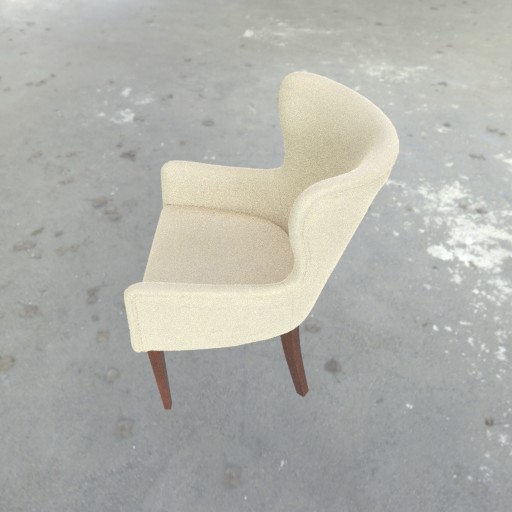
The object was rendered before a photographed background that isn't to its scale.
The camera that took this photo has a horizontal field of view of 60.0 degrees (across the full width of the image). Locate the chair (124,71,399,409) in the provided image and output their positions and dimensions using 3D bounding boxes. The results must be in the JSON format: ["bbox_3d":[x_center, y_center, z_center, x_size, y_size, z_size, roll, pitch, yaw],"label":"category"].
[{"bbox_3d":[0.000,0.000,1.494,0.744,0.990,0.696,0,43,0],"label":"chair"}]
